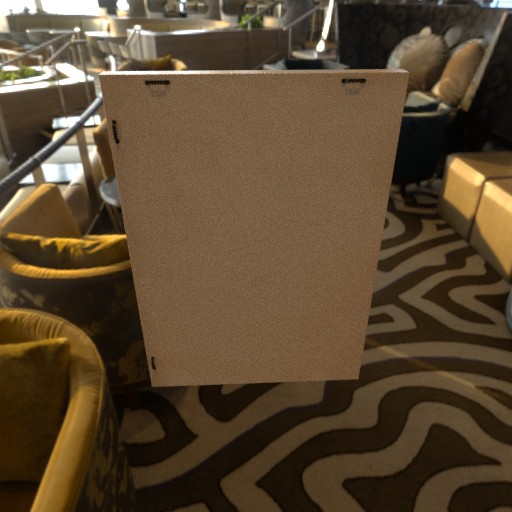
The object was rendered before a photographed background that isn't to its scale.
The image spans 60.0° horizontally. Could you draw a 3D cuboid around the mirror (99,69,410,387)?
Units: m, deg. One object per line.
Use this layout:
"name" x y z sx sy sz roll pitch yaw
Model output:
"mirror" 0.000 0.000 0.917 0.507 0.710 0.039 -1 31 -2
